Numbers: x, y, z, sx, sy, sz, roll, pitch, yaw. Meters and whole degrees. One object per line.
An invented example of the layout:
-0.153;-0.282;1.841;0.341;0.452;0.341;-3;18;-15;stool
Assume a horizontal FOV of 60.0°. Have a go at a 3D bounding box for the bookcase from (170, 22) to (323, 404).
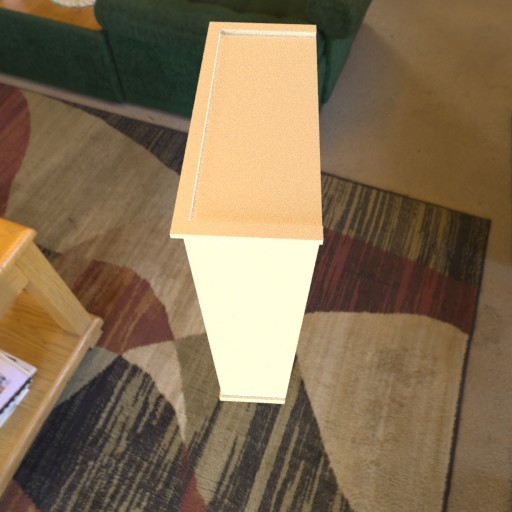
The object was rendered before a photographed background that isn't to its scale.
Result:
0.000;0.000;2.314;0.432;1.880;1.050;3;58;2;bookcase
